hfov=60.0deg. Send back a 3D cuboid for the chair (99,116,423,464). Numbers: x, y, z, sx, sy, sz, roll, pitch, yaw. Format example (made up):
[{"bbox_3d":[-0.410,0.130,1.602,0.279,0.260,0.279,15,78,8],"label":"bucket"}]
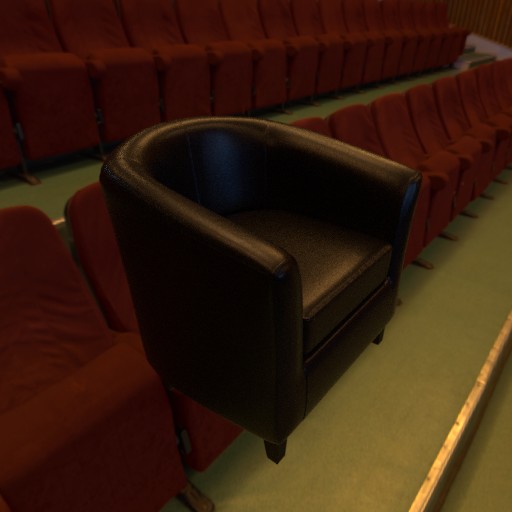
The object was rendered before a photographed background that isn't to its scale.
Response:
[{"bbox_3d":[0.000,0.000,1.400,0.727,0.756,0.793,21,35,33],"label":"chair"}]
